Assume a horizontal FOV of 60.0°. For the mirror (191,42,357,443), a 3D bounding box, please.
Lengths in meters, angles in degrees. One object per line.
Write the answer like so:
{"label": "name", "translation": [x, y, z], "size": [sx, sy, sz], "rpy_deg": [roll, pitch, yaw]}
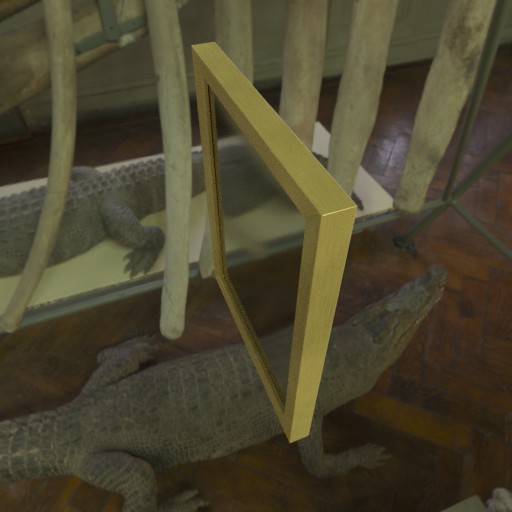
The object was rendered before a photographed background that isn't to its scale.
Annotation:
{"label": "mirror", "translation": [0.000, 0.000, 0.701], "size": [0.041, 0.508, 0.405], "rpy_deg": [-16, 48, -15]}
